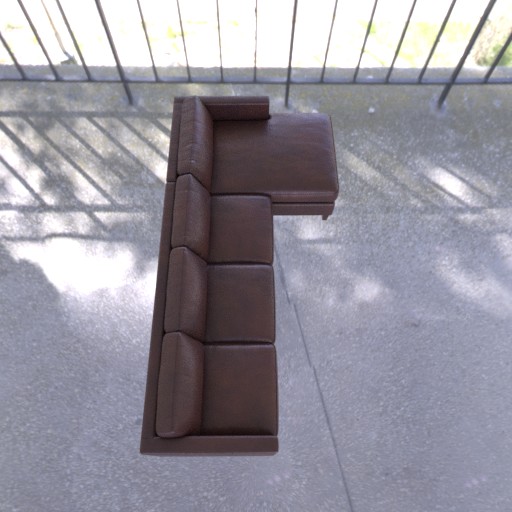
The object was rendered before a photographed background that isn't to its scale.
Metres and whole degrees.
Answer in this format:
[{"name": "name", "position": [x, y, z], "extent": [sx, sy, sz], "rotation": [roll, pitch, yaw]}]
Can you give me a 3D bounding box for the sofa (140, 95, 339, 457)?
[{"name": "sofa", "position": [0.000, 0.000, 3.907], "extent": [1.581, 0.883, 3.203], "rotation": [0, 64, 0]}]
